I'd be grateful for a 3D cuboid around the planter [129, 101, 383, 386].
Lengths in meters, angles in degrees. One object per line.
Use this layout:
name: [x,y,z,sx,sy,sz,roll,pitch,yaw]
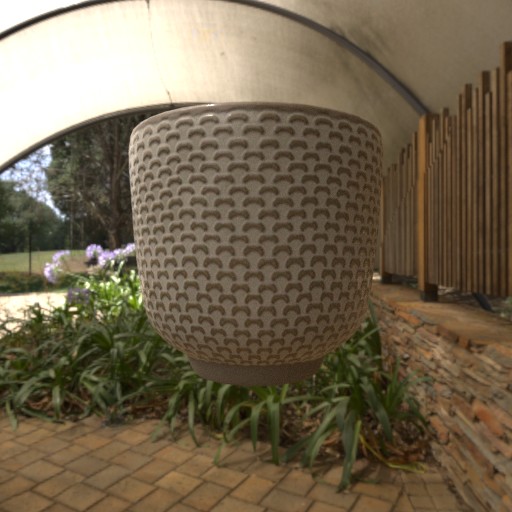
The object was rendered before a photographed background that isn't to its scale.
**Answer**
planter: [0.000,0.000,0.312,0.173,0.160,0.173,0,0,0]
